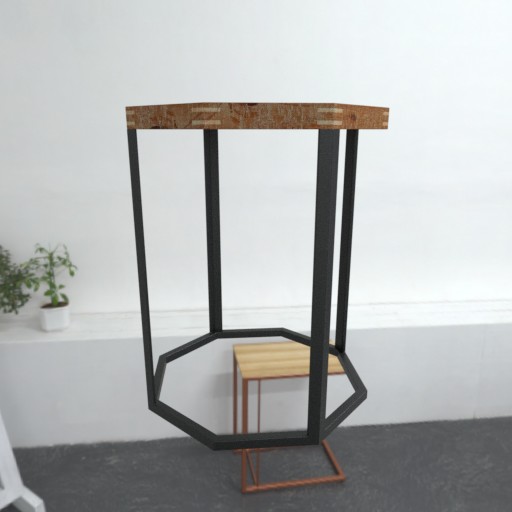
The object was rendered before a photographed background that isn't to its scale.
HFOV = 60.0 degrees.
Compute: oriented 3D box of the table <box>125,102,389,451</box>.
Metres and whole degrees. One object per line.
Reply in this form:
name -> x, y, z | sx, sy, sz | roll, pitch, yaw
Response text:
table -> 0.000, 0.000, 0.865 | 0.458, 0.543, 0.458 | -8, 18, -26
